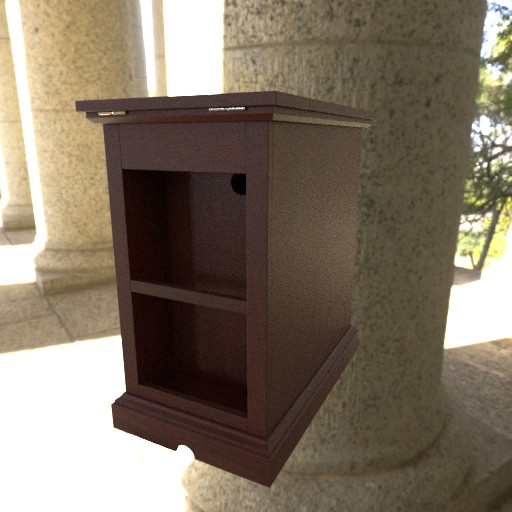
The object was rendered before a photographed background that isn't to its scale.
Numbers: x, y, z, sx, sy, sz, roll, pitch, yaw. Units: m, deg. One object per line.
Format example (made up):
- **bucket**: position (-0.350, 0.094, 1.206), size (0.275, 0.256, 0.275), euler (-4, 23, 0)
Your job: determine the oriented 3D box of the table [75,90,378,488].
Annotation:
- **table**: position (0.000, 0.000, 0.965), size (0.356, 0.612, 0.584), euler (8, 17, 26)
